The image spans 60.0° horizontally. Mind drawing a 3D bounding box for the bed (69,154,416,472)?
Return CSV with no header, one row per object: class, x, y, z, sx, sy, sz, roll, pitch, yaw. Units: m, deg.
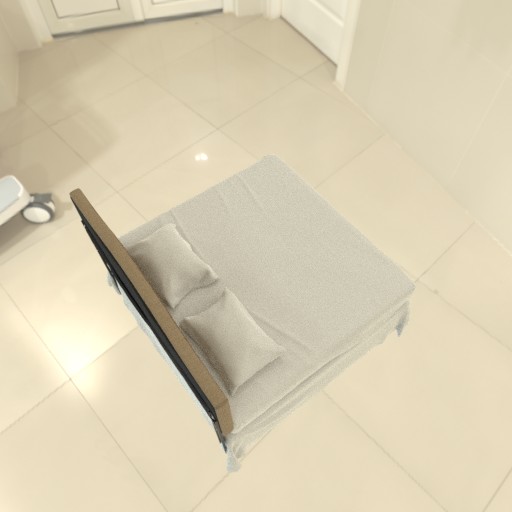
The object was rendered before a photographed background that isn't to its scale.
bed,0.000,0.000,3.752,2.222,1.651,2.311,-32,63,-19
